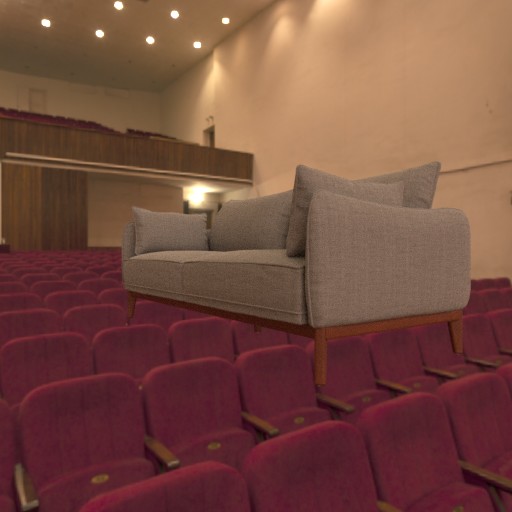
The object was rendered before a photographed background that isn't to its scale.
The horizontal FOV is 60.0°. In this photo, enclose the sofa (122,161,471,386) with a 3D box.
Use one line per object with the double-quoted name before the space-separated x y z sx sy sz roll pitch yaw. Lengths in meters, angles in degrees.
"sofa" 0.000 0.000 2.459 0.972 0.851 1.989 0 0 -35
